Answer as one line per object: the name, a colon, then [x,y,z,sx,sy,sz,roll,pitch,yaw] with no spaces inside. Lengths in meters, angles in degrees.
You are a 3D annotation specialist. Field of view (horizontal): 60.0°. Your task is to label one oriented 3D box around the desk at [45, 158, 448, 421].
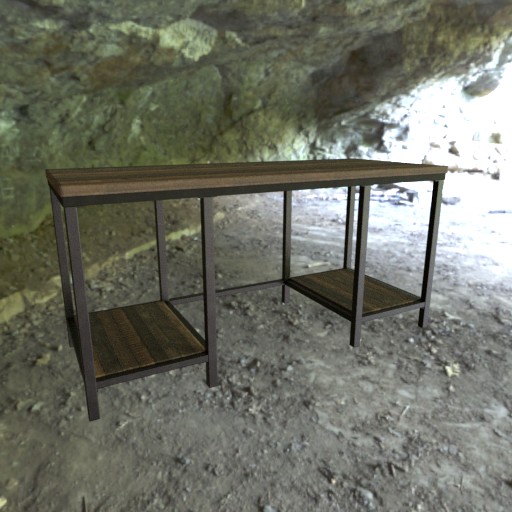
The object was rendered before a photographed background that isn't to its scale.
desk: [0.000,0.000,1.918,1.538,0.753,0.617,-8,18,-27]
